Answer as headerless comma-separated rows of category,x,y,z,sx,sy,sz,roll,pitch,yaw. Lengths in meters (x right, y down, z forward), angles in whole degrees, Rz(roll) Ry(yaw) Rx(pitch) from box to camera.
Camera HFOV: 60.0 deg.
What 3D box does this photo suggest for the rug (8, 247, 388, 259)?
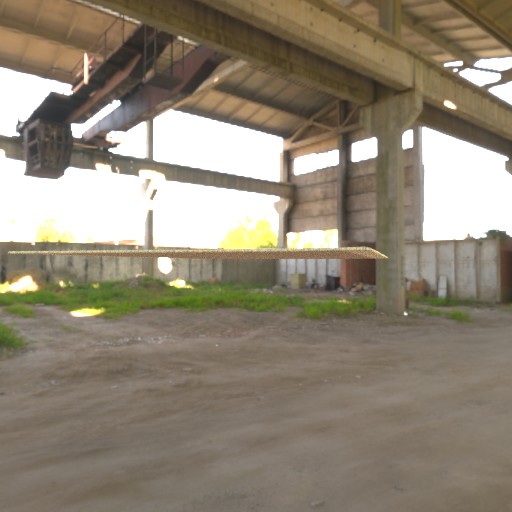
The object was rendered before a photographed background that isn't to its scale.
rug,0.000,0.000,2.257,1.250,0.015,1.850,0,-1,18
